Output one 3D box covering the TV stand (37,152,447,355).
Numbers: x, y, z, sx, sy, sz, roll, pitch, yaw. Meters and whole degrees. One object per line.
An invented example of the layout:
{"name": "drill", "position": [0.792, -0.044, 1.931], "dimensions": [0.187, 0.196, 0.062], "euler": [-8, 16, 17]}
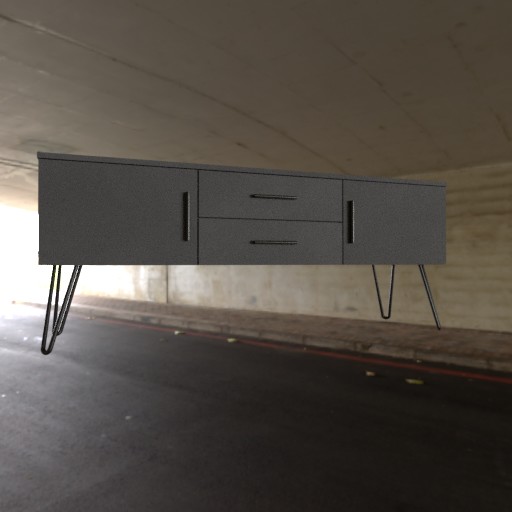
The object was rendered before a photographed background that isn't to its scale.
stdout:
{"name": "TV stand", "position": [0.000, 0.000, 1.616], "dimensions": [1.400, 0.560, 0.400], "euler": [0, -1, -19]}
